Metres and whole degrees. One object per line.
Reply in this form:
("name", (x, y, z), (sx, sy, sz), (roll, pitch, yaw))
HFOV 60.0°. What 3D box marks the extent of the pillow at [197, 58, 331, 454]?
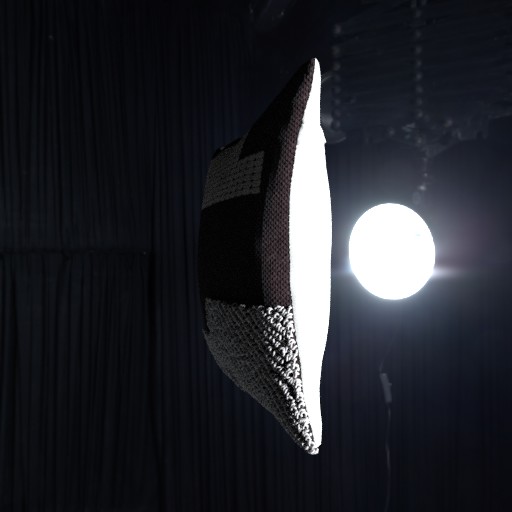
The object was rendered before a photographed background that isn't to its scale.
("pillow", (0.000, 0.000, 0.738), (0.178, 0.473, 0.475), (0, -1, -18))
